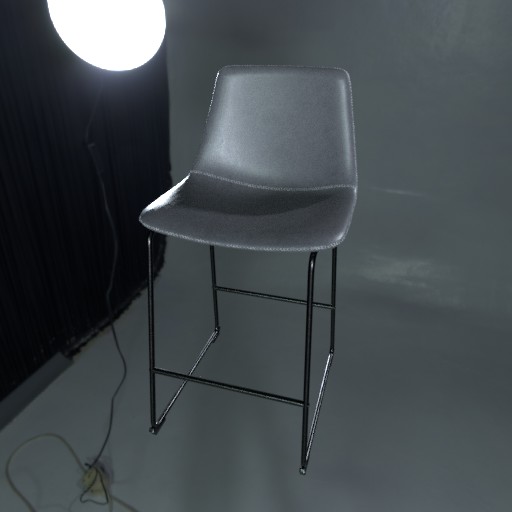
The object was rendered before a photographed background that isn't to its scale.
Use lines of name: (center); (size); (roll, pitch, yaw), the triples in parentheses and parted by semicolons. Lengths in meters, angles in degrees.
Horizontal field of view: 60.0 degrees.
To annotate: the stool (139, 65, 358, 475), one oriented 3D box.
stool: (0.000, 0.000, 1.148); (0.470, 0.876, 0.546); (8, 28, 15)
